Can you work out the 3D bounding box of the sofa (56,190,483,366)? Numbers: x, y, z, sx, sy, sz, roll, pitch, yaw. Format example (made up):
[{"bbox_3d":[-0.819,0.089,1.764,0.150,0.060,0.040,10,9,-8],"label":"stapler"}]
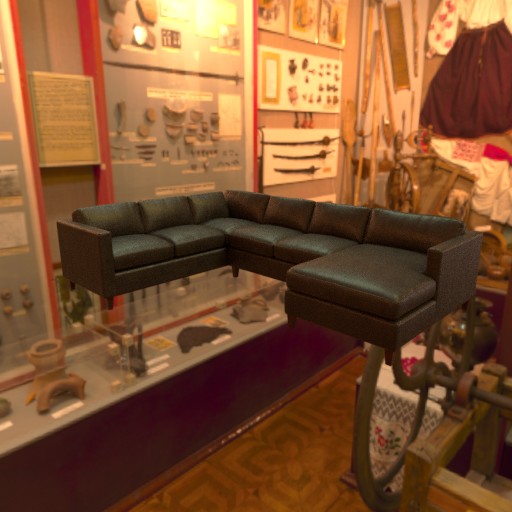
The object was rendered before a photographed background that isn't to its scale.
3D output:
[{"bbox_3d":[0.000,0.000,4.319,3.324,0.891,2.452,14,21,42],"label":"sofa"}]
